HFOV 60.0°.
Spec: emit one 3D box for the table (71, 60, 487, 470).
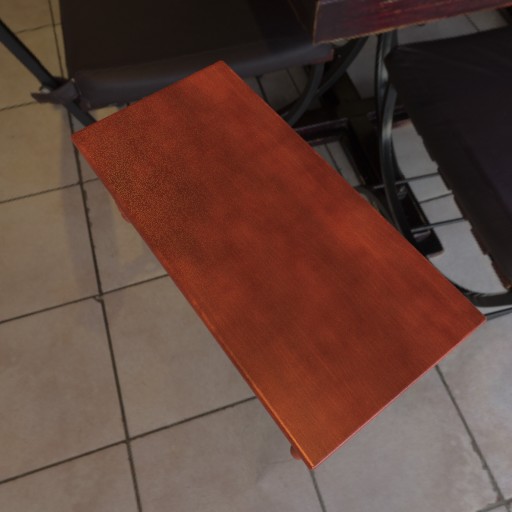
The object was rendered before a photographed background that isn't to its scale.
[{"bbox_3d":[0.000,0.000,1.450,0.580,0.485,1.171,-33,68,-16],"label":"table"}]
